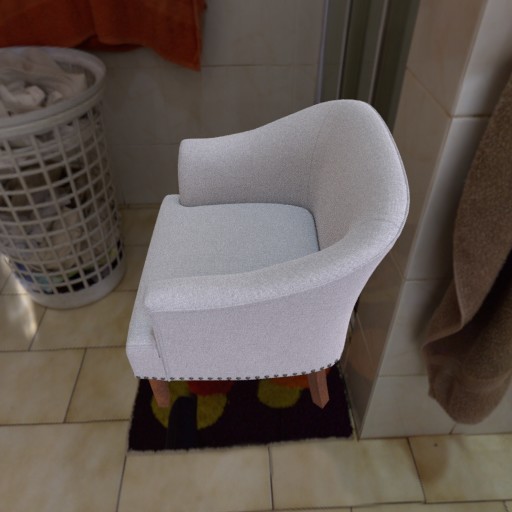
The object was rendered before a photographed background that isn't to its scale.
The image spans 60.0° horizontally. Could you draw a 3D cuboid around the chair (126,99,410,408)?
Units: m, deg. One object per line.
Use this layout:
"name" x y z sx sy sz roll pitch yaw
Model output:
"chair" 0.000 0.000 1.401 0.704 0.815 0.798 0 42 0
